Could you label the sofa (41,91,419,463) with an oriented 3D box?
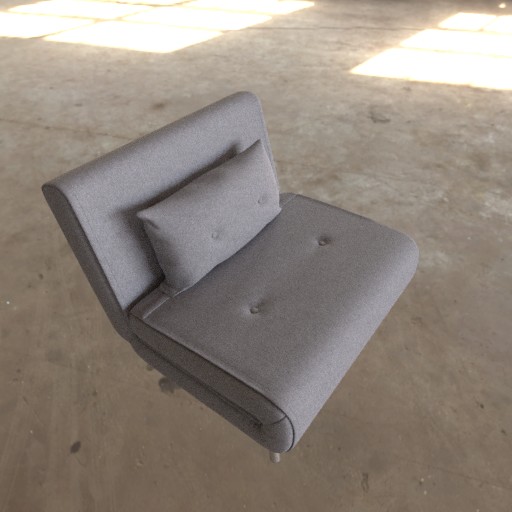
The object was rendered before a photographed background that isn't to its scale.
[{"bbox_3d":[0.000,0.000,1.733,1.000,0.825,1.020,26,47,27],"label":"sofa"}]
